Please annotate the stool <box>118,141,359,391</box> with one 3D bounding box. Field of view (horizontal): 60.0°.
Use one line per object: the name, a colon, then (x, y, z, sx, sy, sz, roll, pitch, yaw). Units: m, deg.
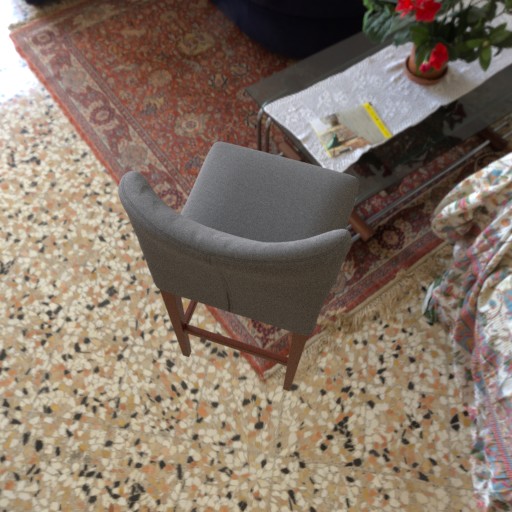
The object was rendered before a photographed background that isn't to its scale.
stool: (0.000, 0.000, 1.362, 0.481, 1.069, 0.568, 17, 64, 8)
